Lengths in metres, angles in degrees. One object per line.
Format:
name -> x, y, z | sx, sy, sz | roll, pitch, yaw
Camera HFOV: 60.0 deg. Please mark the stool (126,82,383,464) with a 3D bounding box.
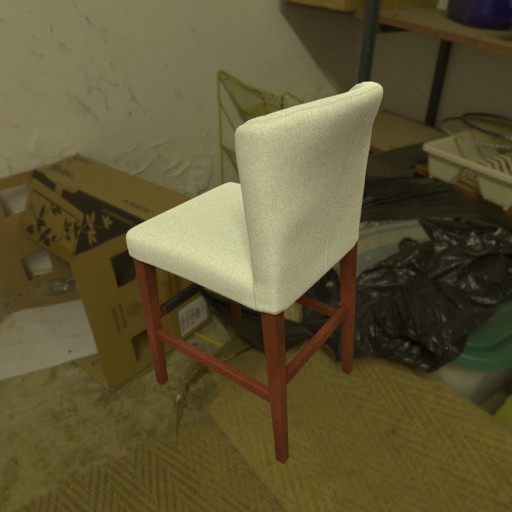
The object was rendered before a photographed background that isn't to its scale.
stool -> 0.000, 0.000, 1.271 | 0.568, 0.968, 0.479 | 20, 37, 30
